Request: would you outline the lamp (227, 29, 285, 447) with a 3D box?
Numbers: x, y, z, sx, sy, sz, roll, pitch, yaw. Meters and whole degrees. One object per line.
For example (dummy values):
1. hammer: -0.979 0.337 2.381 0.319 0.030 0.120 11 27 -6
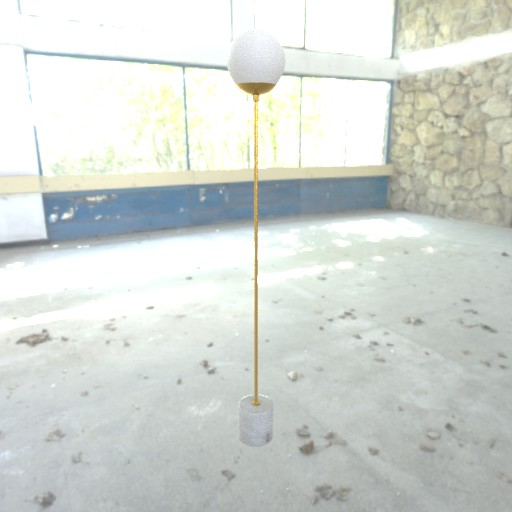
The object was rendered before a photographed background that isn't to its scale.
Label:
1. lamp: 0.000 0.000 1.878 0.224 1.753 0.224 -7 16 -26
